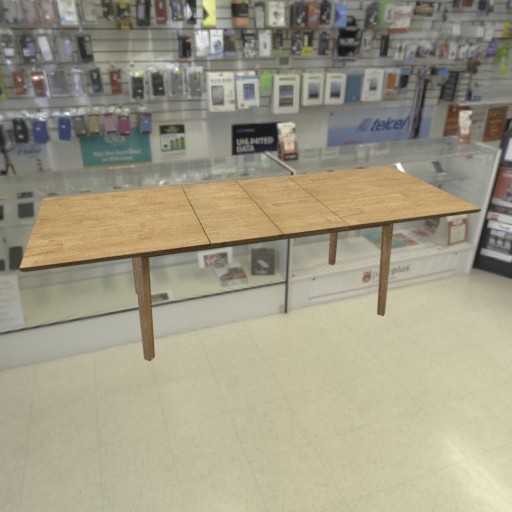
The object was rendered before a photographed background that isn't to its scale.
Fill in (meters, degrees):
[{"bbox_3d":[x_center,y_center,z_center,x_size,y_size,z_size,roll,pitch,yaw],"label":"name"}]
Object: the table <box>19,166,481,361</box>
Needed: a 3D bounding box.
[{"bbox_3d":[0.000,0.000,2.990,2.603,0.752,1.000,-8,28,-15],"label":"table"}]
